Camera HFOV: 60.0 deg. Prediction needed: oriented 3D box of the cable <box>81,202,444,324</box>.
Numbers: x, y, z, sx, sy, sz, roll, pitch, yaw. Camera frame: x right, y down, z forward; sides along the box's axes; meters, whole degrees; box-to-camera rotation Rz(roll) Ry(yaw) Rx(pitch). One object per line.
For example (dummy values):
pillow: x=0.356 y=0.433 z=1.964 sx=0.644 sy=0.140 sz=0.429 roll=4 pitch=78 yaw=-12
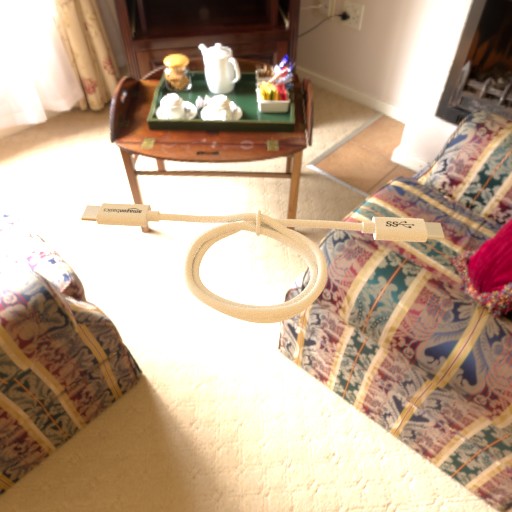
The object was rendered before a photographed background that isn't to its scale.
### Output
cable: x=0.000 y=0.000 z=0.210 sx=0.186 sy=0.014 sz=0.070 roll=3 pitch=48 yaw=3
